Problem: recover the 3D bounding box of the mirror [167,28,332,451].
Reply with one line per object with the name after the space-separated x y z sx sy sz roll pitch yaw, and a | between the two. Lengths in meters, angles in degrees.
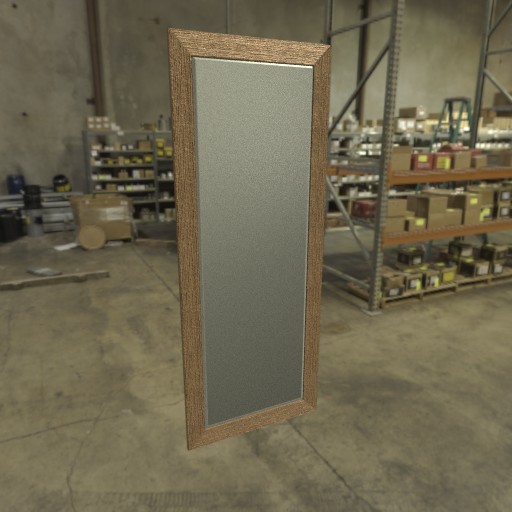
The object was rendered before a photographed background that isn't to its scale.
0.000 0.000 2.260 0.812 2.031 0.026 -8 17 -26 | mirror
